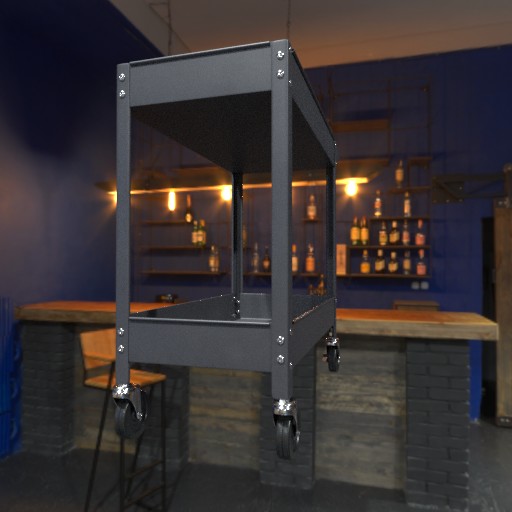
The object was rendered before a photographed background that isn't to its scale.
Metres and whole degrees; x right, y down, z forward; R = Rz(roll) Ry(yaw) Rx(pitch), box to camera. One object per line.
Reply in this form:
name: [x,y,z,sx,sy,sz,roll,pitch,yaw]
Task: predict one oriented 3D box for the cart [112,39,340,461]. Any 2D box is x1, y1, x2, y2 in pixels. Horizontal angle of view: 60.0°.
cart: [0.000,0.000,1.151,0.366,0.719,0.779,0,-1,17]
